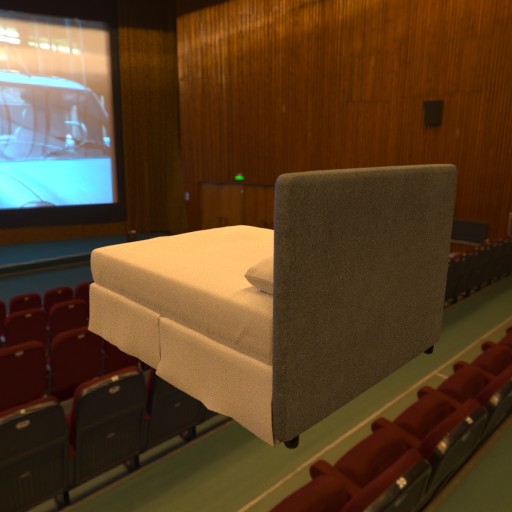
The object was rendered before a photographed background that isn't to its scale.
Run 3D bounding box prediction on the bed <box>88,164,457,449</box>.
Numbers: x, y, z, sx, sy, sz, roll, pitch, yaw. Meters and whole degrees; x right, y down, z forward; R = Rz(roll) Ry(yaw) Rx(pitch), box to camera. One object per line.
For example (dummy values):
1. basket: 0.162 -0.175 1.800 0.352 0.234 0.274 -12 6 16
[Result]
1. bed: 0.000 0.000 3.214 1.713 1.330 2.142 -13 19 -43
